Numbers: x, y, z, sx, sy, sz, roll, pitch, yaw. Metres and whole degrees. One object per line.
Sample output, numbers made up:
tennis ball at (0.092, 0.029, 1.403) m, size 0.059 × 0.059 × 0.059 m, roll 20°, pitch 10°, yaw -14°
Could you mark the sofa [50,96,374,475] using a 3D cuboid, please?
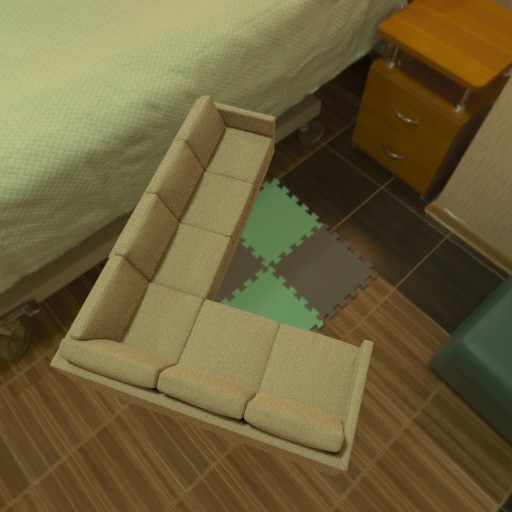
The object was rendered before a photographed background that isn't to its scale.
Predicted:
sofa at (0.000, 0.000, 4.259) m, size 2.432 × 0.863 × 3.182 m, roll 16°, pitch 62°, yaw 9°
